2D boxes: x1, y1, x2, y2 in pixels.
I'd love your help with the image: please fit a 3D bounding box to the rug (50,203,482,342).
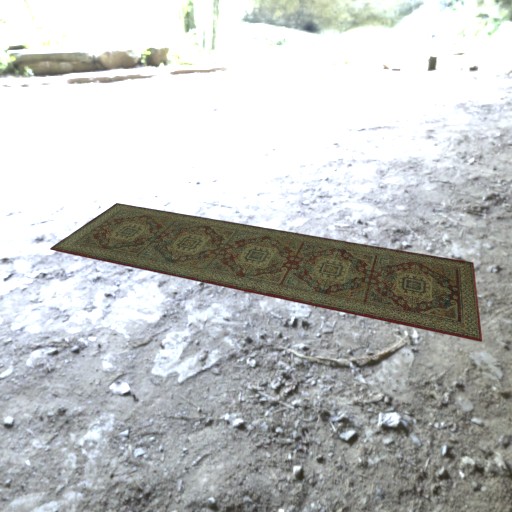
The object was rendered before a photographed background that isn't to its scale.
[{"bbox_3d":[0.000,0.000,2.489,2.292,0.015,0.659,11,33,17],"label":"rug"}]
